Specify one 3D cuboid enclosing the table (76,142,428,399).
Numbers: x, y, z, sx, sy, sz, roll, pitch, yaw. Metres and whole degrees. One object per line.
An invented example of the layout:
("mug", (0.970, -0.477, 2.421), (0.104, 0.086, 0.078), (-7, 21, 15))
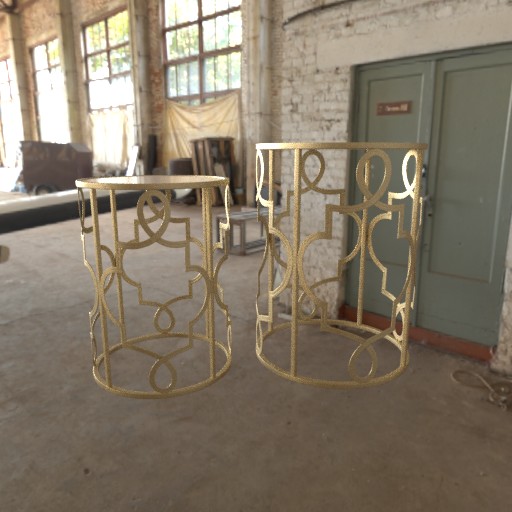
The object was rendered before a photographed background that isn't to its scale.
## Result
("table", (0.000, 0.000, 1.151), (0.846, 0.564, 0.420), (-2, 13, -9))
